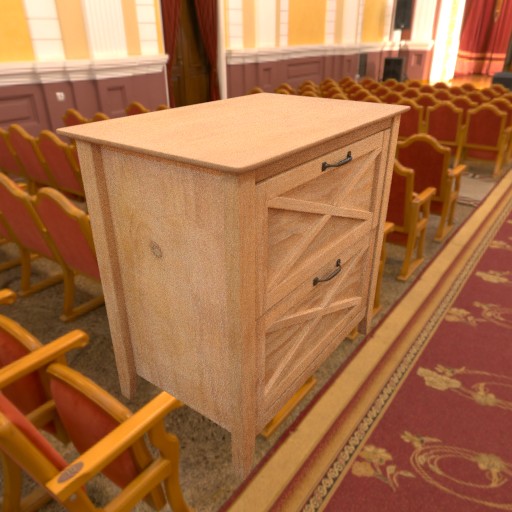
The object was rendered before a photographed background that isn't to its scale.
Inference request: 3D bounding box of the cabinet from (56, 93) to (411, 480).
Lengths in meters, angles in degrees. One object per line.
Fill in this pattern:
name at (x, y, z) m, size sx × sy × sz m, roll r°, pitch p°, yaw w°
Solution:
cabinet at (0.000, 0.000, 1.249) m, size 0.503 × 0.762 × 0.763 m, roll 19°, pitch 32°, yaw 32°
